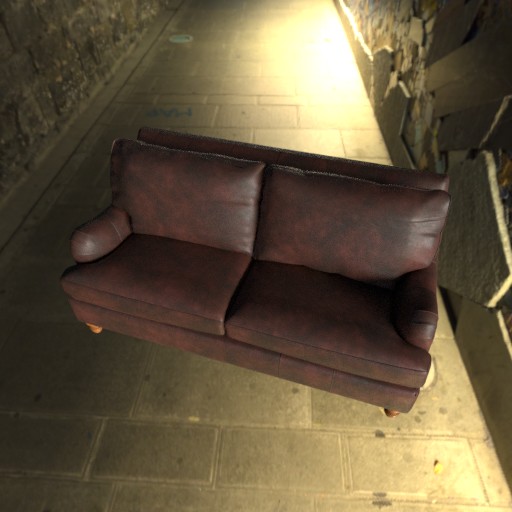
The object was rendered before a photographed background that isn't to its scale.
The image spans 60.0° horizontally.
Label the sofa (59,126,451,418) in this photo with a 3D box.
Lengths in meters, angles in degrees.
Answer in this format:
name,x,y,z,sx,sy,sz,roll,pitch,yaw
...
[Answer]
name,x,y,z,sx,sy,sz,roll,pitch,yaw
sofa,0.000,0.000,2.751,2.144,1.071,1.147,12,43,13
